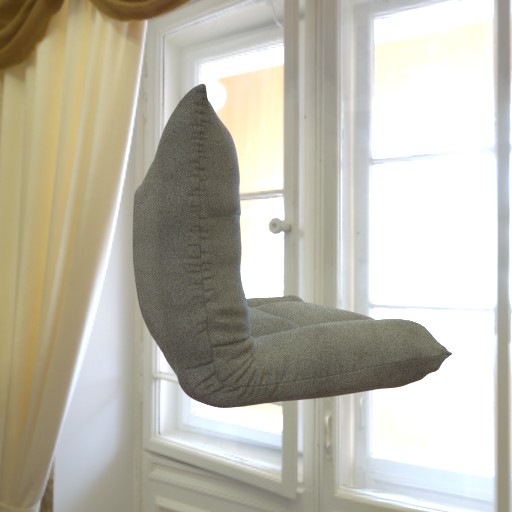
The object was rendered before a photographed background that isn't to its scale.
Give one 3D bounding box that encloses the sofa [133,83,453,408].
[{"bbox_3d":[0.000,0.000,1.665,0.847,0.795,1.144,0,0,-19],"label":"sofa"}]
